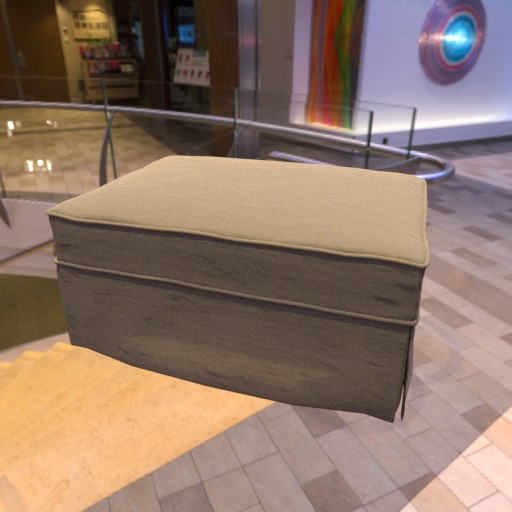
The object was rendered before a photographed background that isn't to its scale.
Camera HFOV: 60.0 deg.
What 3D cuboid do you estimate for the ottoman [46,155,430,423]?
[{"bbox_3d":[0.000,0.000,1.313,0.944,0.479,0.703,8,27,17],"label":"ottoman"}]
